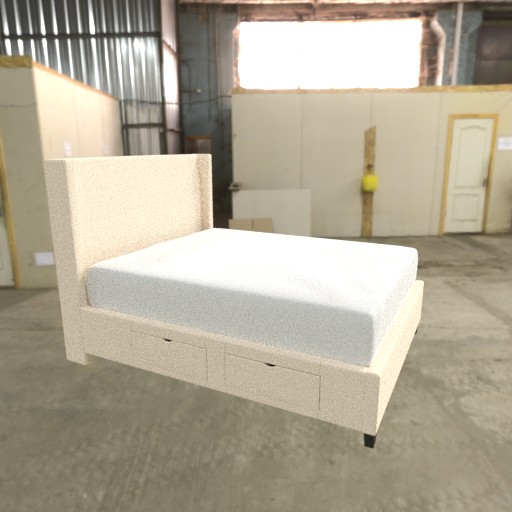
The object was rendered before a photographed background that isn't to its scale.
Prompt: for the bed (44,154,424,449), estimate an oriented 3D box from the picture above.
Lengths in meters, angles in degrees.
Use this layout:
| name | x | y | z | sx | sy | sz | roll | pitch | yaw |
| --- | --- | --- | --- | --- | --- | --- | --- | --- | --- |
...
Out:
| name | x | y | z | sx | sy | sz | roll | pitch | yaw |
| --- | --- | --- | --- | --- | --- | --- | --- | --- | --- |
| bed | 0.000 | 0.000 | 3.388 | 2.280 | 1.471 | 1.765 | 7 | 16 | 26 |
